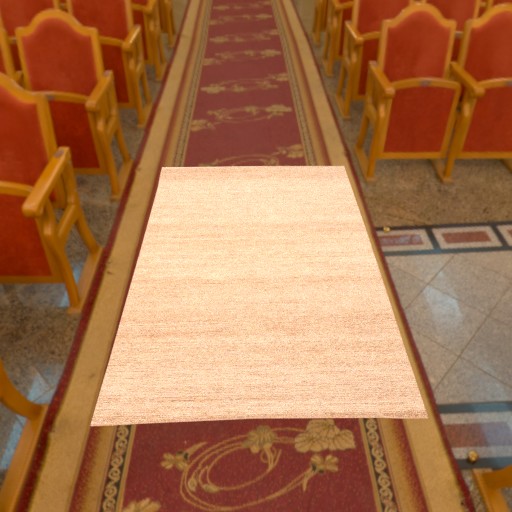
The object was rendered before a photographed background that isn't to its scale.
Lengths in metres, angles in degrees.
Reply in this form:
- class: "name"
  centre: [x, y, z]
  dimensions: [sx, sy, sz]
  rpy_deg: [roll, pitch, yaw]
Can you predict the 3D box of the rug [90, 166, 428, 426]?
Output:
- class: "rug"
  centre: [0.000, 0.000, 2.933]
  dimensions: [1.574, 0.029, 2.346]
  rpy_deg: [-1, 41, -1]
